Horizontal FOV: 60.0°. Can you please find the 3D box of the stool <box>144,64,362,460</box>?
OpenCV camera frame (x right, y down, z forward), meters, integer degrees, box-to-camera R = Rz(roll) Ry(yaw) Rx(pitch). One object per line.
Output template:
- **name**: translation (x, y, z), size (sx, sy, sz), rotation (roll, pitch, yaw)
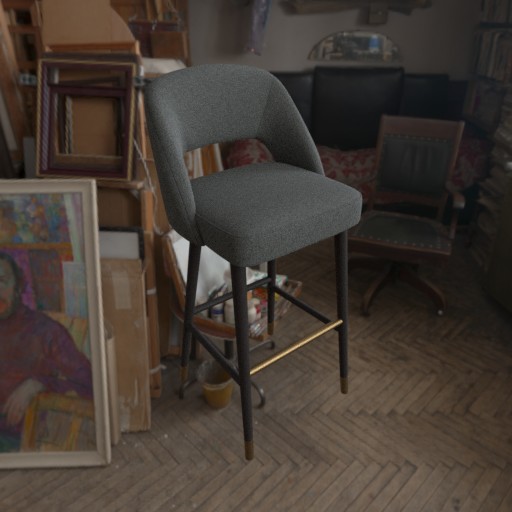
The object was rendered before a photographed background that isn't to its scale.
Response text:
- **stool**: translation (0.000, 0.000, 1.418), size (0.536, 1.089, 0.524), rotation (-21, 36, -32)
